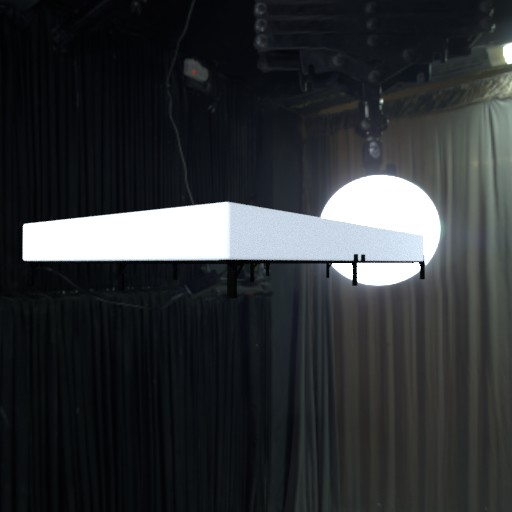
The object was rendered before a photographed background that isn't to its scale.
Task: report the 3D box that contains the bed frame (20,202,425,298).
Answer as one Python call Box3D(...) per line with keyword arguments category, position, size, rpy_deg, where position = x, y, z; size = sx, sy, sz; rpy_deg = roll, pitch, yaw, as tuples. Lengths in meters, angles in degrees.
Box3D(category="bed frame", position=(0.000, 0.000, 3.748), size=(1.930, 0.440, 2.987), rpy_deg=(-1, -1, 37))
